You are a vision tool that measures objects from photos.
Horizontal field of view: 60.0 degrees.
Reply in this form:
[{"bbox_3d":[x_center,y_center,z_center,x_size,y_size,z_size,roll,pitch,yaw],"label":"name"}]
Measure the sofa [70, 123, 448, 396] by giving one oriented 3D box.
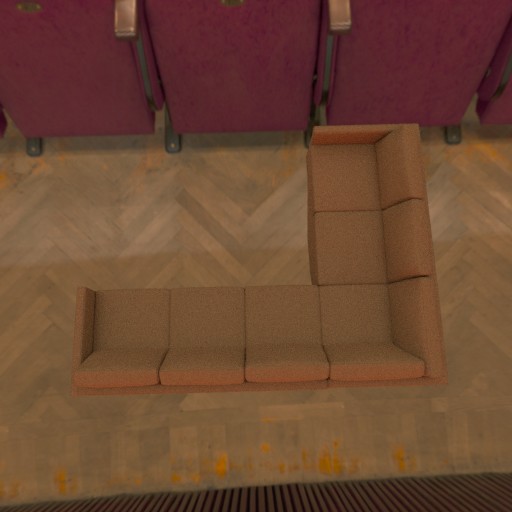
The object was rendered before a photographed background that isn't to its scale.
[{"bbox_3d":[0.000,0.000,4.202,3.182,0.871,2.432,-1,77,0],"label":"sofa"}]
